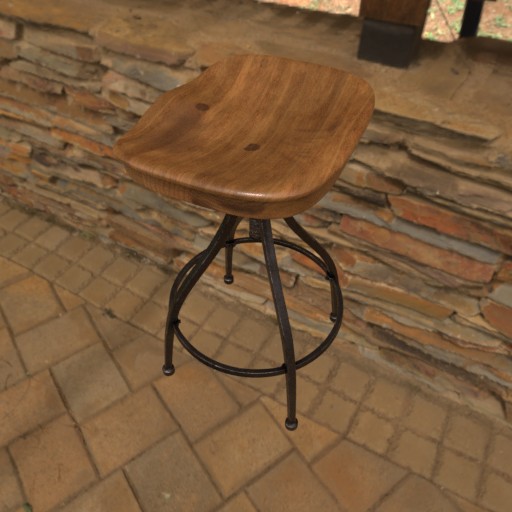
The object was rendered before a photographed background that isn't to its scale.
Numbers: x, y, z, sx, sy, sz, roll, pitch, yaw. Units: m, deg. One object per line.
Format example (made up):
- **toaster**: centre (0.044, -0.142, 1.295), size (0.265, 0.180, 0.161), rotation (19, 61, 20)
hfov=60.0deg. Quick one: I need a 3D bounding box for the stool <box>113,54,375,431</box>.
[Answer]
- **stool**: centre (0.000, 0.000, 0.974), size (0.424, 0.694, 0.432), rotation (18, 49, 17)
